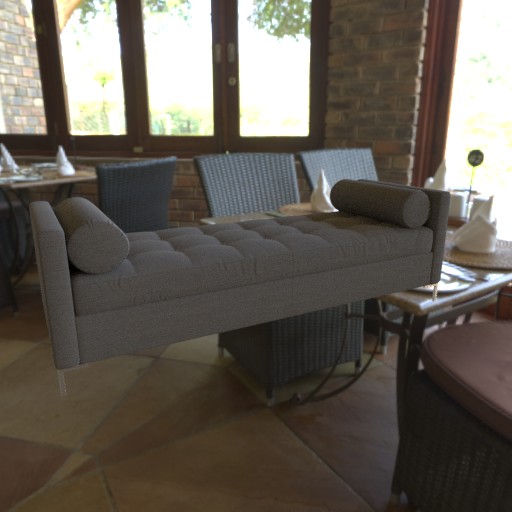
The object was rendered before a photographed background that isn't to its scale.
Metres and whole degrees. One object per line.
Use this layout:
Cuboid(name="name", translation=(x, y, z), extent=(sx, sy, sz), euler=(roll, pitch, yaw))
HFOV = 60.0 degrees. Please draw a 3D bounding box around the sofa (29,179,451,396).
Cuboid(name="sofa", translation=(0.000, 0.000, 2.255), extent=(1.981, 0.635, 0.686), euler=(-9, 18, -27))
